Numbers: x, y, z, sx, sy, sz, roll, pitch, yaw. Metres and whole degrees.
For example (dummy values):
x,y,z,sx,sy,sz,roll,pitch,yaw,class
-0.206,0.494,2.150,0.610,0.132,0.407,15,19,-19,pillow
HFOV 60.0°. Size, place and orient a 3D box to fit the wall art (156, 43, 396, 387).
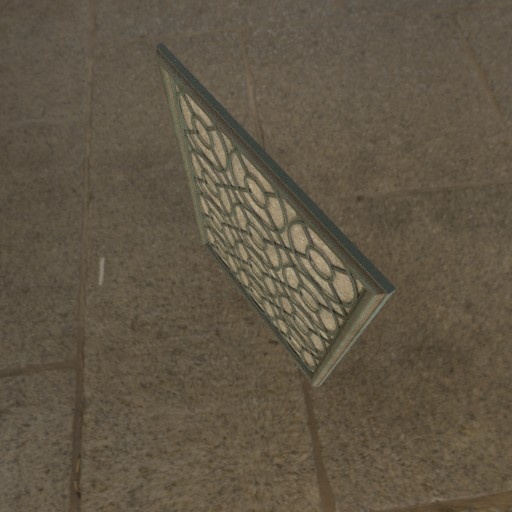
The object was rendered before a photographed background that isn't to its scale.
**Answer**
x,y,z,sx,sy,sz,roll,pitch,yaw,class
0.000,0.000,1.338,0.030,0.983,0.767,-34,69,-15,wall art
